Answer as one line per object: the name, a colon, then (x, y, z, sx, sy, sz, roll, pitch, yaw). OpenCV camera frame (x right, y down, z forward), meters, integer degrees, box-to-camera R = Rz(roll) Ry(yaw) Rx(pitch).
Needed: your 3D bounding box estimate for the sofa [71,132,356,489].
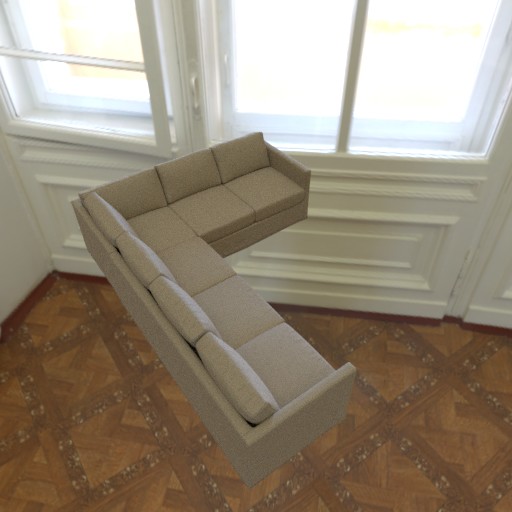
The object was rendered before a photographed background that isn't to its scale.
sofa: (0.000, 0.000, 4.285, 2.432, 0.871, 3.182, -26, 48, -26)
